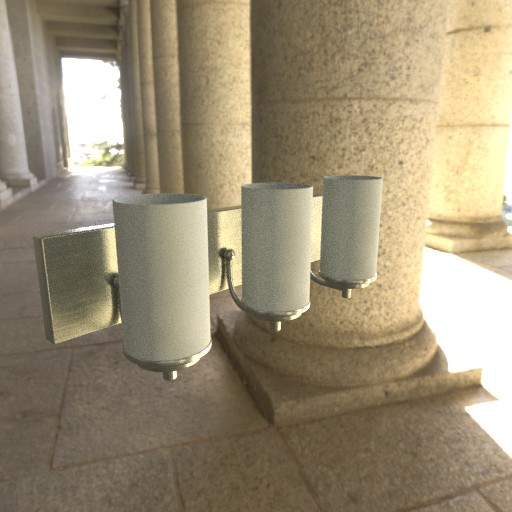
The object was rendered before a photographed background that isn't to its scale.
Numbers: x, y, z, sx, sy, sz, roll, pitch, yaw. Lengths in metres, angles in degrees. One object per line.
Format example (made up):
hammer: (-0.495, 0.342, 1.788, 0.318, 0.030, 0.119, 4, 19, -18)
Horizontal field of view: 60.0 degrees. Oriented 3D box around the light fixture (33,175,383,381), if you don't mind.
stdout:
light fixture: (0.000, 0.000, 0.534, 0.145, 0.172, 0.451, 13, 20, 42)
